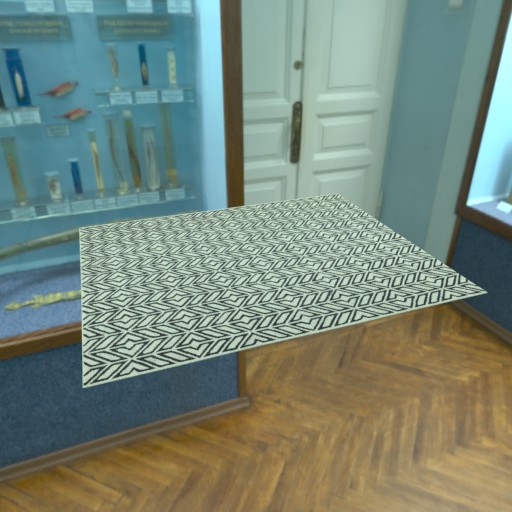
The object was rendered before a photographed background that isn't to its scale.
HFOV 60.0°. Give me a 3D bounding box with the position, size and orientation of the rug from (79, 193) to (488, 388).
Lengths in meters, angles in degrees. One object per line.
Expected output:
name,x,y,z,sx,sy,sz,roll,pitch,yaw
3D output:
rug,0.000,0.000,4.072,3.045,0.008,2.421,-10,30,-17
